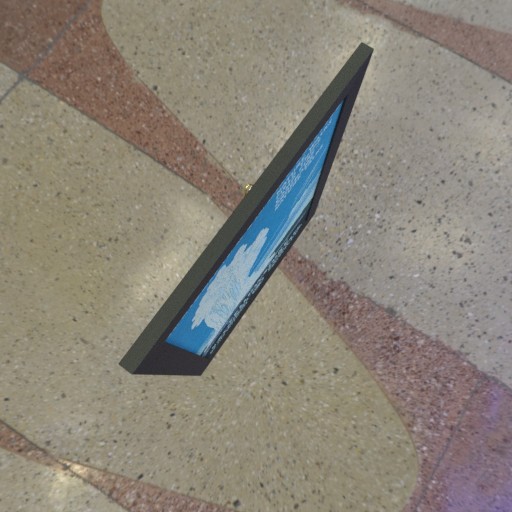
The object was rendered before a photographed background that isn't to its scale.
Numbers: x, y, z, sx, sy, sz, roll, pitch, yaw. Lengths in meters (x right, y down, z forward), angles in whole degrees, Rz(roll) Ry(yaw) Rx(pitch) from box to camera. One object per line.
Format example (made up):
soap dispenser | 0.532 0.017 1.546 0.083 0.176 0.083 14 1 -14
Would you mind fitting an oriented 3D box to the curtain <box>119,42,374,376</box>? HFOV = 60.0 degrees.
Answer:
curtain | 0.000 0.000 0.791 0.027 0.585 0.483 34 77 9
